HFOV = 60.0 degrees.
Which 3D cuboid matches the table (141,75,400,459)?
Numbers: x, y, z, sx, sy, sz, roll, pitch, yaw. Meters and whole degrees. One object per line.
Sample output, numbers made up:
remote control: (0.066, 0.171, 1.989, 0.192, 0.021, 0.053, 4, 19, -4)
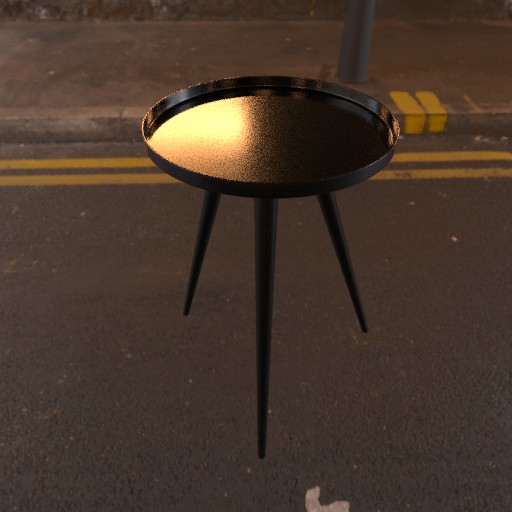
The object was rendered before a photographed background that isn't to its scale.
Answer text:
table: (0.000, 0.000, 0.833, 0.415, 0.548, 0.403, 26, 46, 27)
